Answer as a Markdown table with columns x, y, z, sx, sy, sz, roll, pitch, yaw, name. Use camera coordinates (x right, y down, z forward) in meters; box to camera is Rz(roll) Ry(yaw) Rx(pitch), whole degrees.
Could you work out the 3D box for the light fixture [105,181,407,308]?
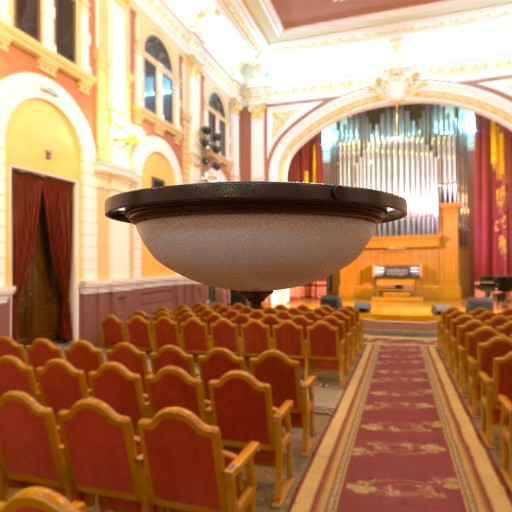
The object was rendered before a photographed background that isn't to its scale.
| x | y | z | sx | sy | sz | roll | pitch | yaw | name |
| --- | --- | --- | --- | --- | --- | --- | --- | --- | --- |
| 0.000 | 0.000 | 0.558 | 0.361 | 0.130 | 0.361 | 0 | -1 | 0 | light fixture |
